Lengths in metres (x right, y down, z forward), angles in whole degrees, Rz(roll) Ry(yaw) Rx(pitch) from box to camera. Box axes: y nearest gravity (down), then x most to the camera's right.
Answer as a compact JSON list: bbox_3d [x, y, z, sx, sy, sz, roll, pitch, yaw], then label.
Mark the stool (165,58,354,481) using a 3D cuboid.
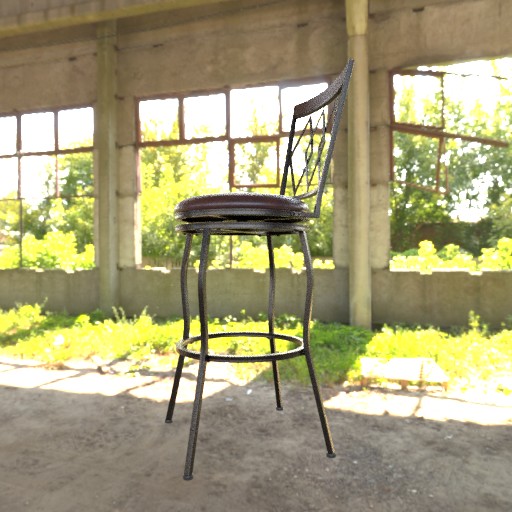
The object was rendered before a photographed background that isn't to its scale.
[{"bbox_3d":[0.000,0.000,1.400,0.521,1.134,0.432,0,0,-18],"label":"stool"}]
